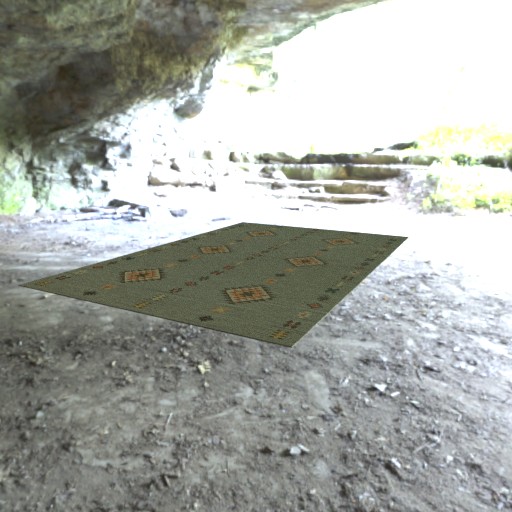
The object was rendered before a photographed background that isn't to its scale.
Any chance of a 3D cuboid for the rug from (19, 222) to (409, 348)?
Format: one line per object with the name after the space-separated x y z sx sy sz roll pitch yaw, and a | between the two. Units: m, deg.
0.000 0.000 2.300 1.217 0.005 1.818 7 15 28 | rug
